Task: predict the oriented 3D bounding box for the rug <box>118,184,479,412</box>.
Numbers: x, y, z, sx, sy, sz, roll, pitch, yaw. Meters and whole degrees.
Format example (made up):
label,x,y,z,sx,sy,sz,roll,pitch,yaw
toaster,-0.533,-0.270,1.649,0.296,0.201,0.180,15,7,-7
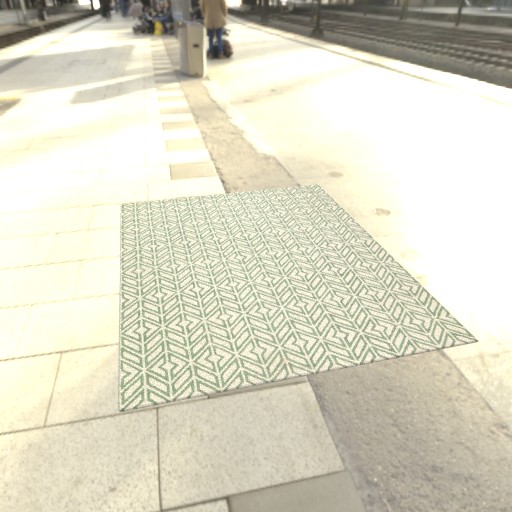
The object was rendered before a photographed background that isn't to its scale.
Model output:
label,x,y,z,sx,sy,sz,roll,pitch,yaw
rug,0.000,0.000,4.102,2.441,0.017,3.050,-7,31,-12
